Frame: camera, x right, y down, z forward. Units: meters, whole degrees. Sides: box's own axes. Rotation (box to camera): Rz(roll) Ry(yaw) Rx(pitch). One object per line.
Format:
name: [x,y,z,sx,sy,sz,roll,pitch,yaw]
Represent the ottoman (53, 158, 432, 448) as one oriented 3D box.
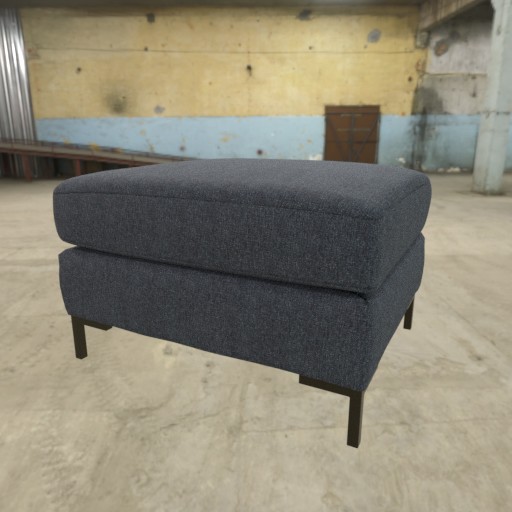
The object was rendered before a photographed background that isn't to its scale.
ottoman: [0.000,0.000,1.259,0.831,0.533,0.695,8,17,27]
